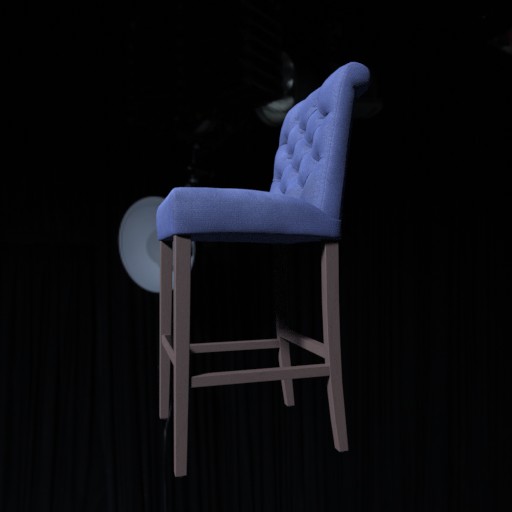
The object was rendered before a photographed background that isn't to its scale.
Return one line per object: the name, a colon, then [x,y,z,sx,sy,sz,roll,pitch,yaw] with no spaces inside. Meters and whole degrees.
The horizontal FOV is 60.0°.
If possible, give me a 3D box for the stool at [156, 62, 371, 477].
stool: [0.000,0.000,1.435,0.601,1.140,0.493,0,0,-17]
